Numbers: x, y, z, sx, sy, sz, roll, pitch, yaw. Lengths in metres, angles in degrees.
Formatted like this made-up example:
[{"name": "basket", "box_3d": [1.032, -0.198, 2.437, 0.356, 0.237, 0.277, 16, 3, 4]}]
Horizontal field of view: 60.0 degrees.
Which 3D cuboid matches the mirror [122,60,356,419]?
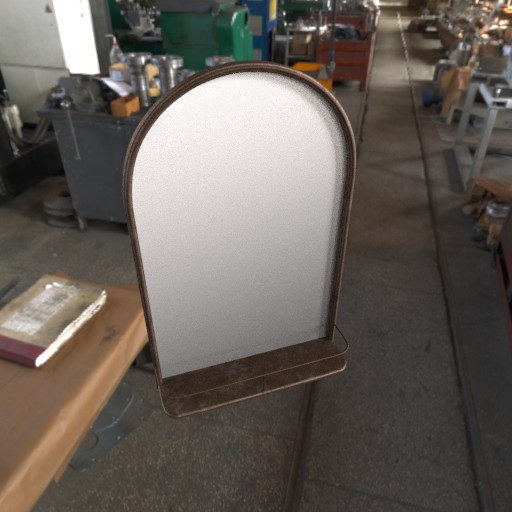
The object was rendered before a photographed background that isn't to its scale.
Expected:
[{"name": "mirror", "box_3d": [0.000, 0.000, 0.967, 0.510, 0.770, 0.137, -11, 35, -16]}]
